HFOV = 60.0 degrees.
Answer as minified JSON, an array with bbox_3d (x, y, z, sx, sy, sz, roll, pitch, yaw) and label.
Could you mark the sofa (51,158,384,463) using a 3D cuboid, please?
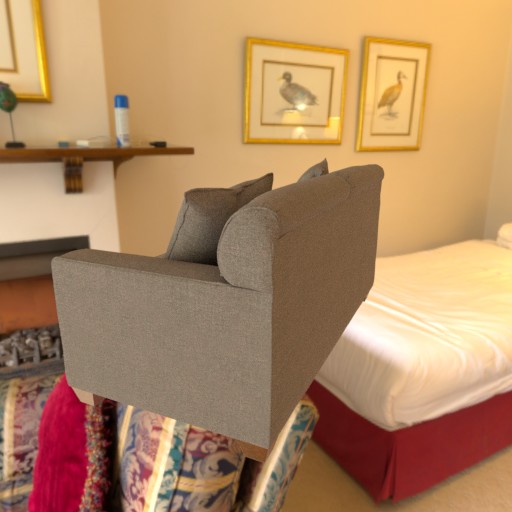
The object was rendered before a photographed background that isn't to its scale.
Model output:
[{"bbox_3d":[0.000,0.000,2.376,1.000,0.958,1.846,7,17,24],"label":"sofa"}]
